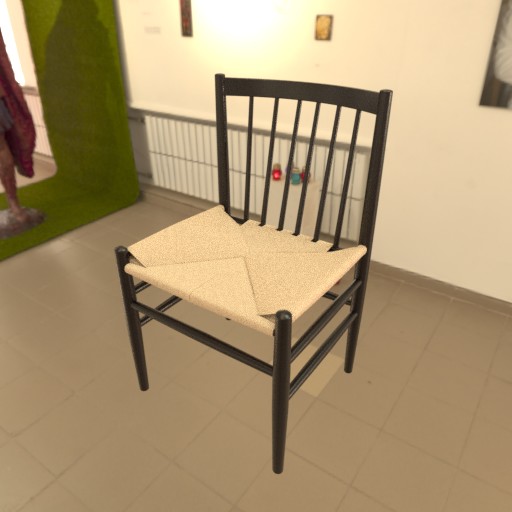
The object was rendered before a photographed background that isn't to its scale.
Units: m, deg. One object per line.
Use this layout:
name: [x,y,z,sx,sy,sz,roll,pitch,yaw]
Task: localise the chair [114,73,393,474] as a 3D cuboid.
chair: [0.000,0.000,1.151,0.495,0.818,0.516,19,34,30]
